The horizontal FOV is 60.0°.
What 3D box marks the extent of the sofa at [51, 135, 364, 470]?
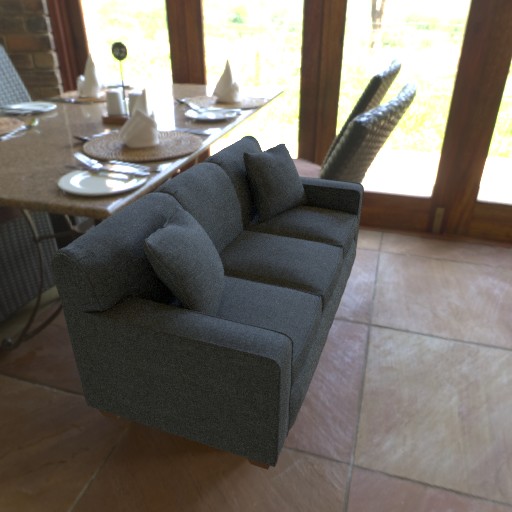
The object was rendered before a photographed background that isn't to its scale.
[{"bbox_3d":[0.000,0.000,2.588,0.997,0.958,2.024,10,30,18],"label":"sofa"}]
